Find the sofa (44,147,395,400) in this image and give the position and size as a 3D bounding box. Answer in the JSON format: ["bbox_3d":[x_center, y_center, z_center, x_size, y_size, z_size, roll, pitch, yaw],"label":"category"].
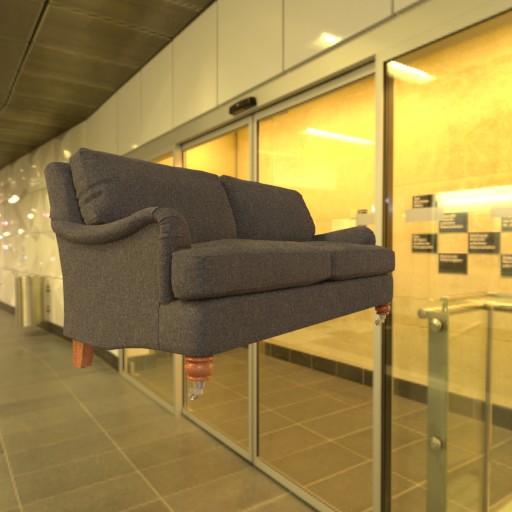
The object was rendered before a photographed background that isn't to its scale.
[{"bbox_3d":[0.000,0.000,2.710,1.087,1.054,2.160,1,1,36],"label":"sofa"}]
